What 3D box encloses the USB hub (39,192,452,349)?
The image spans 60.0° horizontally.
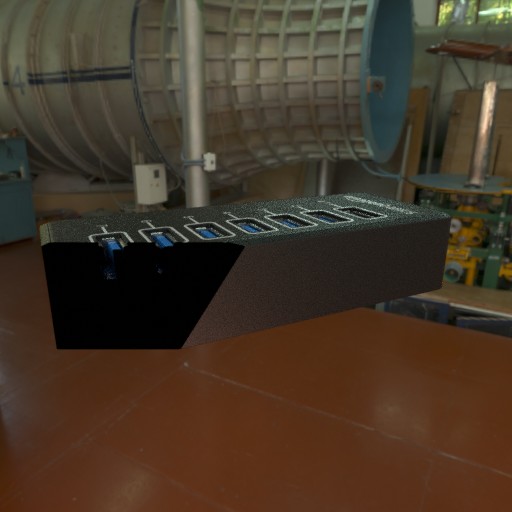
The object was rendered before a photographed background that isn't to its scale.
[{"bbox_3d":[0.000,0.000,0.128,0.110,0.023,0.044,-9,20,-25],"label":"USB hub"}]
